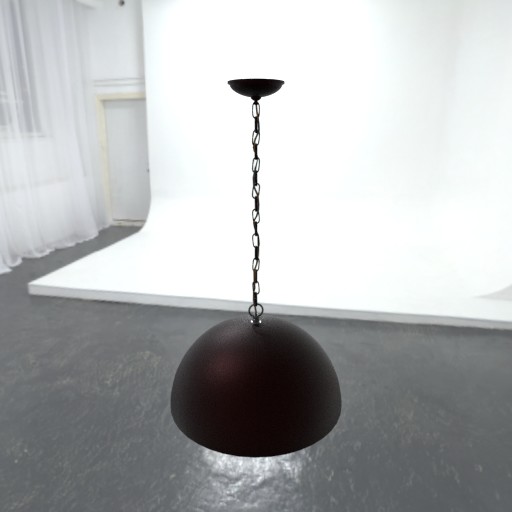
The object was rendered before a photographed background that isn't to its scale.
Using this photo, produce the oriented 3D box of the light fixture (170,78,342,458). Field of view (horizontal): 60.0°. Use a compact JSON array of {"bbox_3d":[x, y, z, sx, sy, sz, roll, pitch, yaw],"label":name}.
[{"bbox_3d":[0.000,0.000,1.182,0.492,0.869,0.492,-2,16,-8],"label":"light fixture"}]
